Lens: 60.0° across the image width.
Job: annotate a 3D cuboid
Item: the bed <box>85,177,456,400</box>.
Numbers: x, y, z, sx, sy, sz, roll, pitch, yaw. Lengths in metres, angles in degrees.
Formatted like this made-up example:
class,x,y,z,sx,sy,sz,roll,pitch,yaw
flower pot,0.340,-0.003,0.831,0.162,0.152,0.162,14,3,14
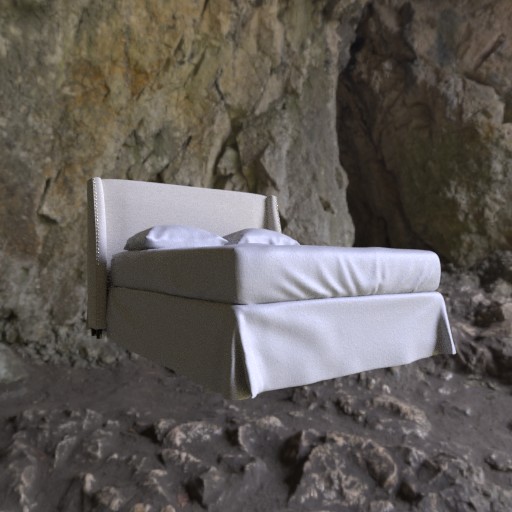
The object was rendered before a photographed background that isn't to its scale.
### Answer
class,x,y,z,sx,sy,sz,roll,pitch,yaw
bed,0.000,0.000,3.333,1.925,1.332,2.276,0,-1,-35
